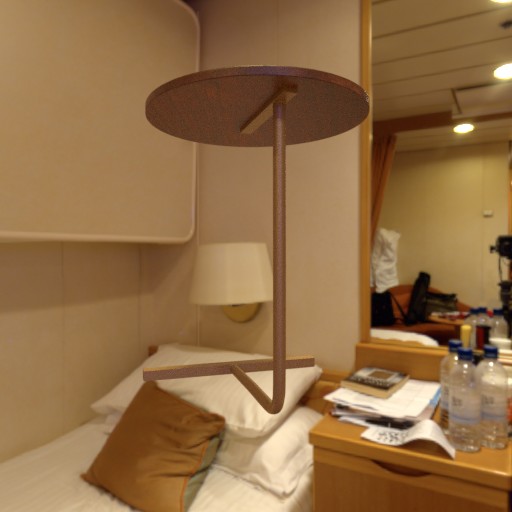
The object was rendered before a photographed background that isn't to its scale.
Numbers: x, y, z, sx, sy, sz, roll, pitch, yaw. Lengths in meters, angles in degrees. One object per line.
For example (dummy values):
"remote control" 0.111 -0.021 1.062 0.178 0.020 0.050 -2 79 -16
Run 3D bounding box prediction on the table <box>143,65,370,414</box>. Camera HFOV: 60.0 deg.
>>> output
"table" 0.000 0.000 1.101 0.530 0.706 0.577 0 1 -17
